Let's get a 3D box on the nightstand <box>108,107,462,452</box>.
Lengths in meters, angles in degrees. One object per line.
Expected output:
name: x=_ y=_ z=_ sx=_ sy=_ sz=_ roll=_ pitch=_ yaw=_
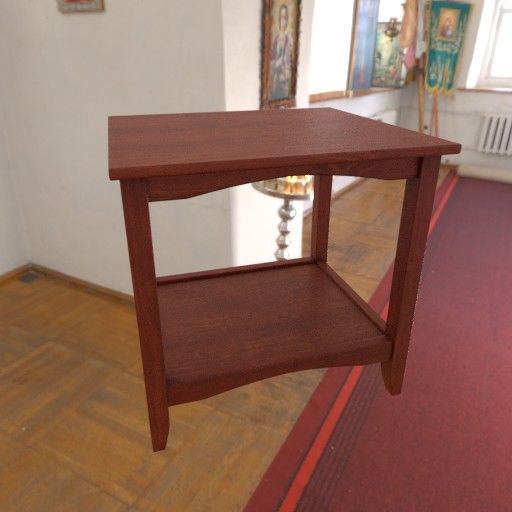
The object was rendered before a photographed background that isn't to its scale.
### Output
nightstand: x=0.000 y=0.000 z=0.991 sx=0.558 sy=0.558 sz=0.501 roll=-7 pitch=26 yaw=-15
